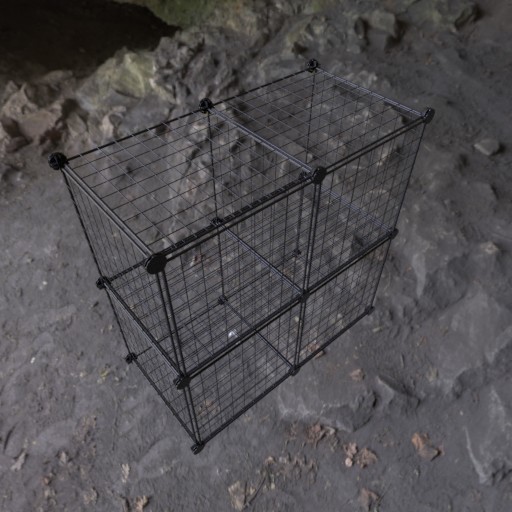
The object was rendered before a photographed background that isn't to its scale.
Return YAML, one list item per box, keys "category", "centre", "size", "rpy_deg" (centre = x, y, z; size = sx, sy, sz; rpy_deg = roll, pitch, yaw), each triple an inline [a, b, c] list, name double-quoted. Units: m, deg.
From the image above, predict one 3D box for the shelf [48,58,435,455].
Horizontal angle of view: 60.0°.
- category: "shelf"
  centre: [0.000, 0.000, 1.131]
  size: [0.711, 0.711, 0.356]
  rpy_deg: [-31, 53, -27]
